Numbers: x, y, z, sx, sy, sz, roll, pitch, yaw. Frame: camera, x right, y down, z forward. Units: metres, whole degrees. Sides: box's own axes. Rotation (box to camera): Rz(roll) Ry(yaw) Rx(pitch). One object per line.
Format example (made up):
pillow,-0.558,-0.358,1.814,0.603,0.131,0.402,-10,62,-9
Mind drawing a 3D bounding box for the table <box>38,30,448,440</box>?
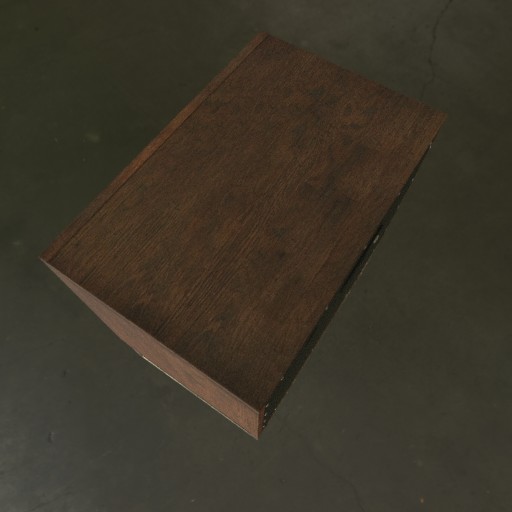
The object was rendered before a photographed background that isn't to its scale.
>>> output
table,0.000,0.000,1.254,0.542,0.746,0.767,31,68,14
